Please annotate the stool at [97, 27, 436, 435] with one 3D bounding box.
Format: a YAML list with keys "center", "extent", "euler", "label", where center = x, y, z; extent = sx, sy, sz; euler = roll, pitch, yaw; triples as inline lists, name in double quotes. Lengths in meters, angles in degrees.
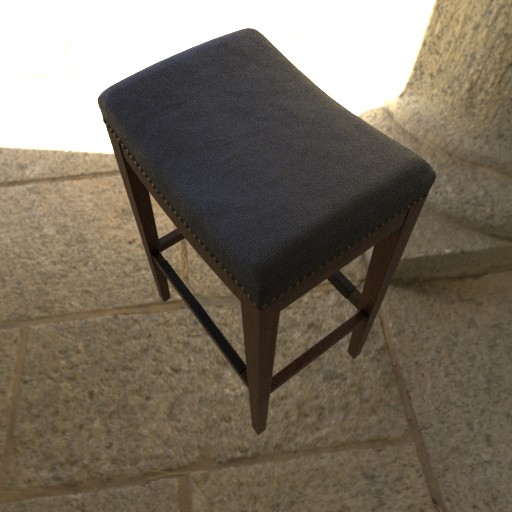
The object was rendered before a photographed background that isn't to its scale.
- center: [0.000, 0.000, 0.978]
  extent: [0.361, 0.765, 0.500]
  euler: [-33, 64, -18]
  label: "stool"
